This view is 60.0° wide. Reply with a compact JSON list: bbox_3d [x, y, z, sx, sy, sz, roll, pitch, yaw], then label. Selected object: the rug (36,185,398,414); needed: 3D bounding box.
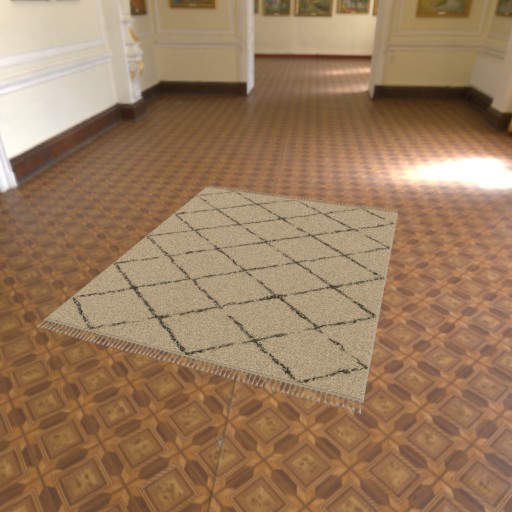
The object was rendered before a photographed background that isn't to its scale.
[{"bbox_3d":[0.000,0.000,4.174,2.380,0.013,3.051,10,32,17],"label":"rug"}]
